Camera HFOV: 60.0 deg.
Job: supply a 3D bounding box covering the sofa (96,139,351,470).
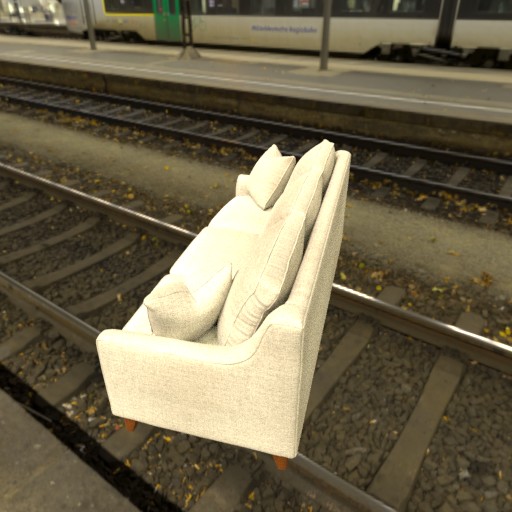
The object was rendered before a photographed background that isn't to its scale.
[{"bbox_3d":[0.000,0.000,2.555,0.865,0.914,2.031,8,31,13],"label":"sofa"}]
